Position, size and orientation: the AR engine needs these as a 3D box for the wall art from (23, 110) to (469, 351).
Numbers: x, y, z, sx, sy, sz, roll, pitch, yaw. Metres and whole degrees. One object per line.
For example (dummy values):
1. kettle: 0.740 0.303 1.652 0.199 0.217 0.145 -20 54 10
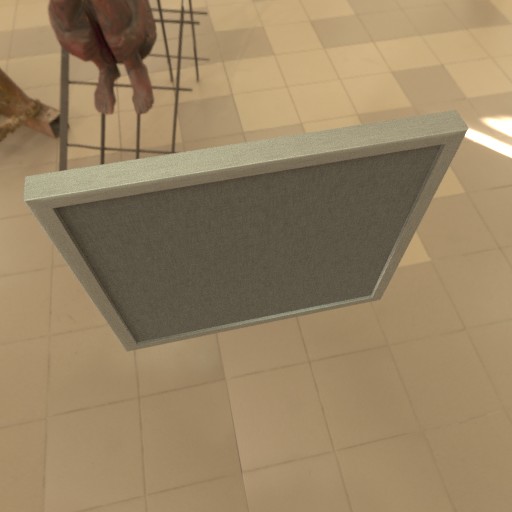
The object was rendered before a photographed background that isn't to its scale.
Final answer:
1. wall art: 0.000 0.000 0.516 0.380 0.330 0.028 -11 58 -7
